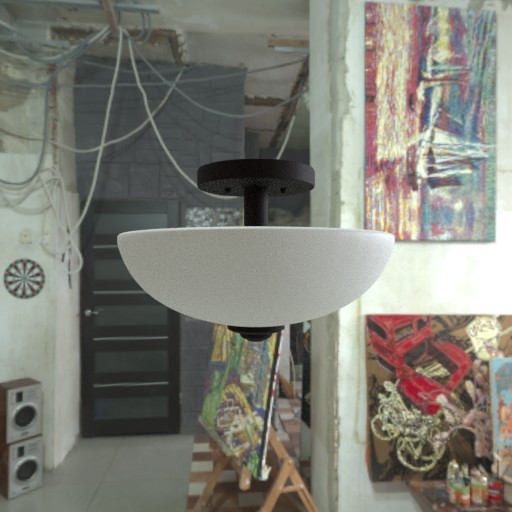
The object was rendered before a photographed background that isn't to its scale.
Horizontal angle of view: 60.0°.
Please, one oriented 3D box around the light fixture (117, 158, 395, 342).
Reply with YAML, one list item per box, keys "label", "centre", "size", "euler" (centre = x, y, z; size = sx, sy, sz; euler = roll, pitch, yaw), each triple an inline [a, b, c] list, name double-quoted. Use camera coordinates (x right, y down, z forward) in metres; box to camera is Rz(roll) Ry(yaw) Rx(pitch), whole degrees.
- label: "light fixture"
  centre: [0.000, 0.000, 0.553]
  size: [0.331, 0.212, 0.331]
  euler: [0, -1, 0]
